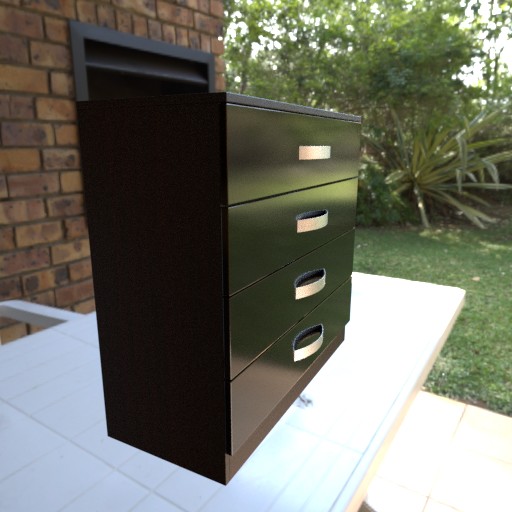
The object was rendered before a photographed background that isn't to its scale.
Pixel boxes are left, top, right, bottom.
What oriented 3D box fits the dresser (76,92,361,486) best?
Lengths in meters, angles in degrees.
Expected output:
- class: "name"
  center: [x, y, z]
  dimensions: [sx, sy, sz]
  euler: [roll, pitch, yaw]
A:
- class: "dresser"
  center: [0.000, 0.000, 1.153]
  dimensions: [0.360, 0.720, 0.750]
  euler: [8, 16, 28]
